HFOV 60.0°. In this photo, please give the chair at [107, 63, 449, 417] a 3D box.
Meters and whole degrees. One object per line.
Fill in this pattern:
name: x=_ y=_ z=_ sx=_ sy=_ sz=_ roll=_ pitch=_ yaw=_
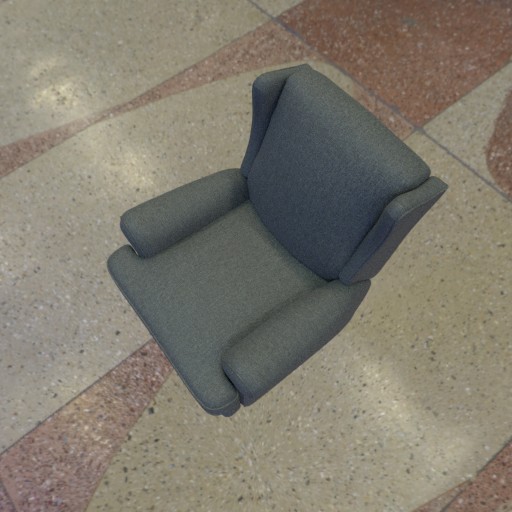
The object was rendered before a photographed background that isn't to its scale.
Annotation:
chair: x=0.000 y=0.000 z=1.695 sx=0.969 sy=1.011 sz=0.847 roll=-35 pitch=69 yaw=-15
